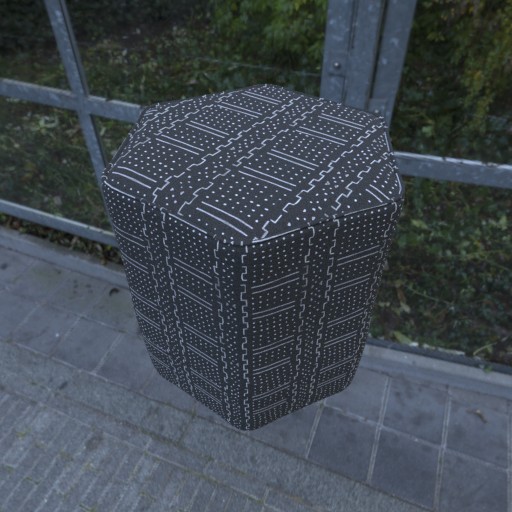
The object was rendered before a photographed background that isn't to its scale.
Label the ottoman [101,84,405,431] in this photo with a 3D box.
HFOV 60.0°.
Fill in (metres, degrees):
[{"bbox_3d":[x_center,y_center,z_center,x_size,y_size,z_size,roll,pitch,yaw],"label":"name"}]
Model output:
[{"bbox_3d":[0.000,0.000,0.864,0.494,0.502,0.443,26,49,25],"label":"ottoman"}]
